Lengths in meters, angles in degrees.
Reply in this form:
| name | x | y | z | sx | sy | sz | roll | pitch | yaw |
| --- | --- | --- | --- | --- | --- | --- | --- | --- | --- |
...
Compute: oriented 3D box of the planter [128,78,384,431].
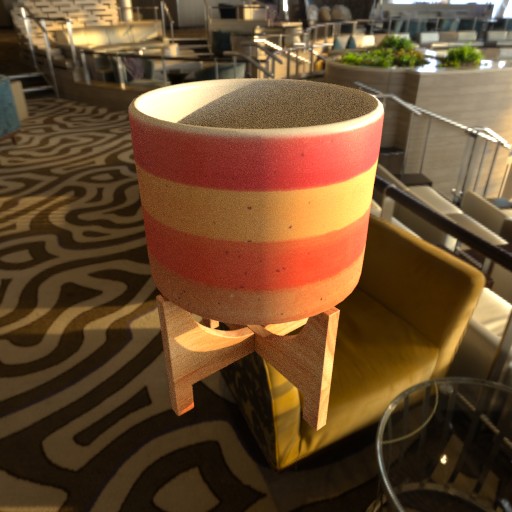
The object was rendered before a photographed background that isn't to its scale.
| name | x | y | z | sx | sy | sz | roll | pitch | yaw |
| --- | --- | --- | --- | --- | --- | --- | --- | --- | --- |
| planter | 0.000 | 0.000 | 0.553 | 0.269 | 0.379 | 0.269 | 0 | 31 | 0 |
